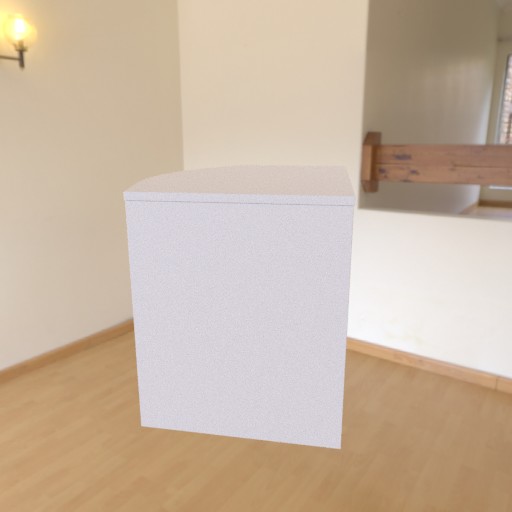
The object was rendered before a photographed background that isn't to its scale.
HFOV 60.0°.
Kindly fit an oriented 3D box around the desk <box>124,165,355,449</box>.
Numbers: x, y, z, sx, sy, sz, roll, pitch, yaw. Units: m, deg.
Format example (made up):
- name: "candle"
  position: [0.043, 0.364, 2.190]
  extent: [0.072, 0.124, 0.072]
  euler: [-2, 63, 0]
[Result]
- name: "desk"
  position: [0.000, 0.000, 2.056]
  extent: [0.802, 0.750, 1.600]
  euler: [3, 14, 10]
